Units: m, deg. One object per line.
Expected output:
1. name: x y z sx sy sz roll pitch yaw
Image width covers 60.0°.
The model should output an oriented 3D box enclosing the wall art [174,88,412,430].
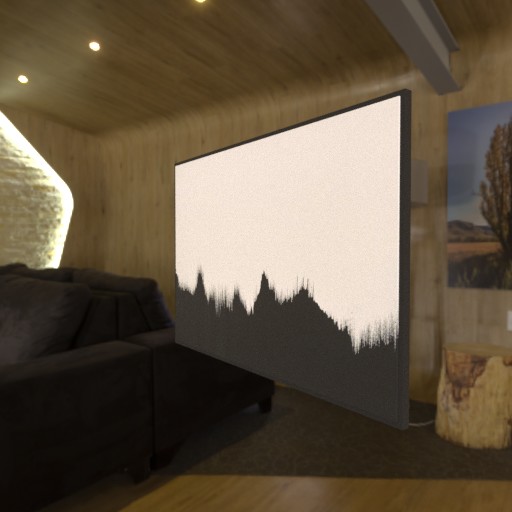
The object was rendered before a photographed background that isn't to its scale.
1. wall art: 0.000 0.000 1.524 0.028 0.805 1.190 -1 2 -37
